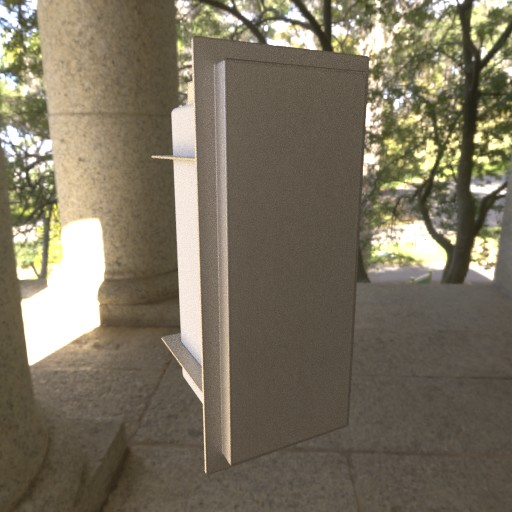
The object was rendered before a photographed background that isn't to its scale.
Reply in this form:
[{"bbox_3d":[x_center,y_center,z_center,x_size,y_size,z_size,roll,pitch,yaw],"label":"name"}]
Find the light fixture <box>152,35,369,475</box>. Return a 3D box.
[{"bbox_3d":[0.000,0.000,0.462,0.168,0.380,0.160,-7,15,-26],"label":"light fixture"}]
